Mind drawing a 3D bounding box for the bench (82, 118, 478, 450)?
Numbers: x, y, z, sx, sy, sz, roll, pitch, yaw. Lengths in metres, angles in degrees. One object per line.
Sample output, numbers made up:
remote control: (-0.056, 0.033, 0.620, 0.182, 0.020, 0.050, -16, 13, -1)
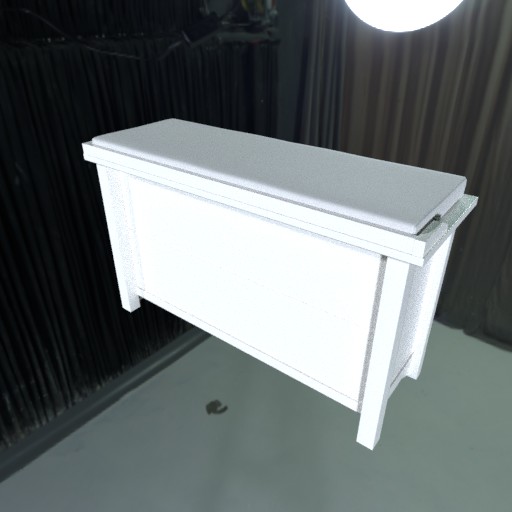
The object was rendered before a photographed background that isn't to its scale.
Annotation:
bench: (0.000, 0.000, 1.254, 0.987, 0.589, 0.346, 21, 36, 32)
